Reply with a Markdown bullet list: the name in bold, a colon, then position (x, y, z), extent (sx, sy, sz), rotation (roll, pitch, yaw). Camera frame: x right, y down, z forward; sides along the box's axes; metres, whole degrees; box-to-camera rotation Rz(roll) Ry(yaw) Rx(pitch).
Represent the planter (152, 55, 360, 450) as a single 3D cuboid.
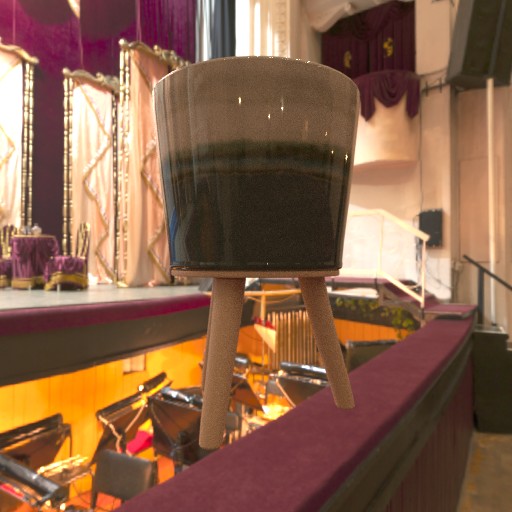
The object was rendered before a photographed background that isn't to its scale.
- **planter**: position (0.000, 0.000, 0.471), extent (0.217, 0.331, 0.217), rotation (-1, -1, 36)
